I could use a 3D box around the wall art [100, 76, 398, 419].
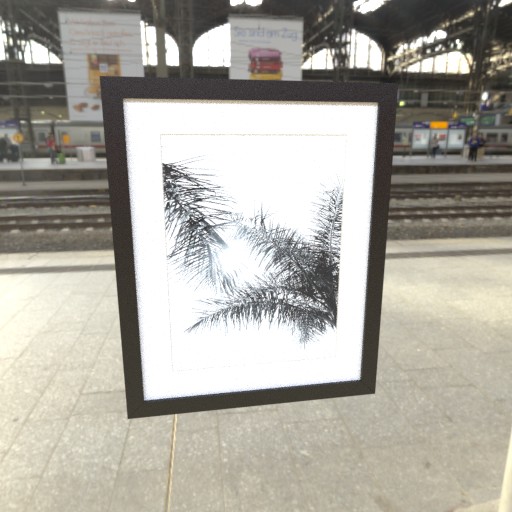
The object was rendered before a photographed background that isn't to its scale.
[{"bbox_3d":[0.000,0.000,0.752,0.457,0.557,0.028,-3,15,-10],"label":"wall art"}]
